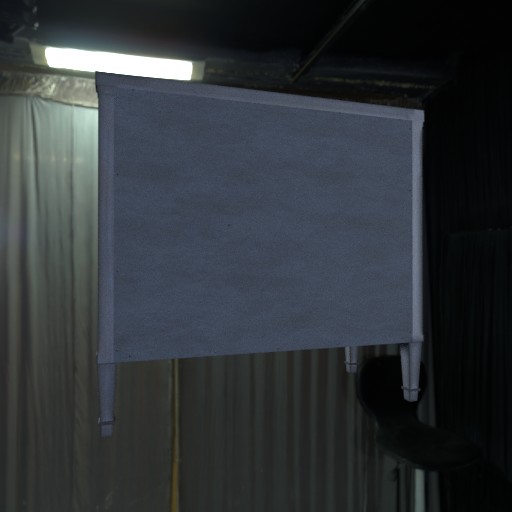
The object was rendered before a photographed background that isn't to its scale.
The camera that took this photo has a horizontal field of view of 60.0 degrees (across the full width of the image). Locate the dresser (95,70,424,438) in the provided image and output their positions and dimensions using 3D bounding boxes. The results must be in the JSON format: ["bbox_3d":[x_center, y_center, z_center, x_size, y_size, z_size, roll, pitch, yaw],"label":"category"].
[{"bbox_3d":[0.000,0.000,1.559,1.049,0.986,0.463,0,0,-18],"label":"dresser"}]
